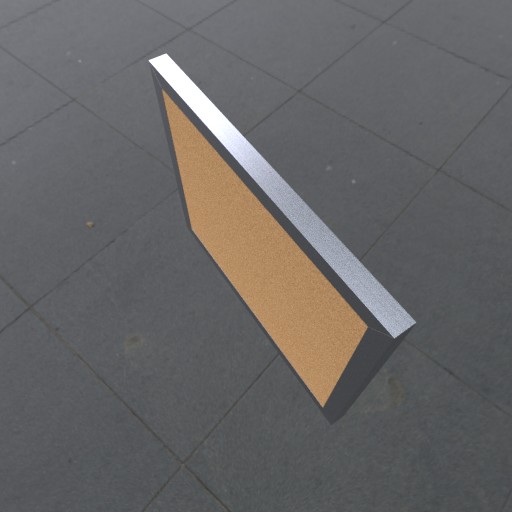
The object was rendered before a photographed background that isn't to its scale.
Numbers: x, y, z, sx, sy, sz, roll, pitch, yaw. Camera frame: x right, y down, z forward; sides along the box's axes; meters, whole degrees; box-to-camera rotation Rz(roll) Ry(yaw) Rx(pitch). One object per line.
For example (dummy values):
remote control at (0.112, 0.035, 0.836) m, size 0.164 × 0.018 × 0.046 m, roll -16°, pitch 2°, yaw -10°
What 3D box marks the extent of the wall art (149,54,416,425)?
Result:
wall art at (0.000, 0.000, 0.777) m, size 0.032 × 0.456 × 0.557 m, roll -30°, pitch 63°, yaw -17°
